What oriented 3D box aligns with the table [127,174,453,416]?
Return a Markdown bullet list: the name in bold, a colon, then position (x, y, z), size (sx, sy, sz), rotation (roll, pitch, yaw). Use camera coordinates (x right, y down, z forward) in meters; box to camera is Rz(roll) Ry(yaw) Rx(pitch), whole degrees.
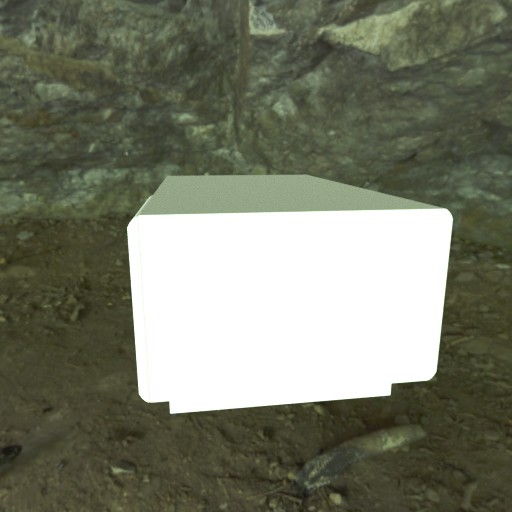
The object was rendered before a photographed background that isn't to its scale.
- **table**: position (0.000, 0.000, 1.419), size (0.639, 0.442, 1.097), rotation (-2, 14, -8)
